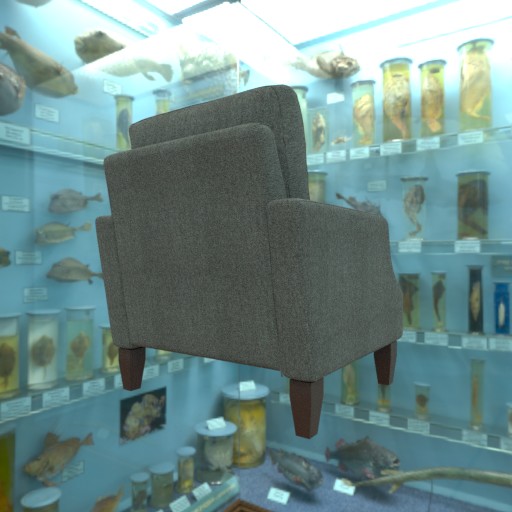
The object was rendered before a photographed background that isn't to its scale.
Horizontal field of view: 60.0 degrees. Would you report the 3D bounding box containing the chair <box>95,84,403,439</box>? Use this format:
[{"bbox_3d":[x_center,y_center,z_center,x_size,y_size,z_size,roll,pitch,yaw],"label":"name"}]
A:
[{"bbox_3d":[0.000,0.000,1.668,0.855,0.993,0.897,0,0,36],"label":"chair"}]
